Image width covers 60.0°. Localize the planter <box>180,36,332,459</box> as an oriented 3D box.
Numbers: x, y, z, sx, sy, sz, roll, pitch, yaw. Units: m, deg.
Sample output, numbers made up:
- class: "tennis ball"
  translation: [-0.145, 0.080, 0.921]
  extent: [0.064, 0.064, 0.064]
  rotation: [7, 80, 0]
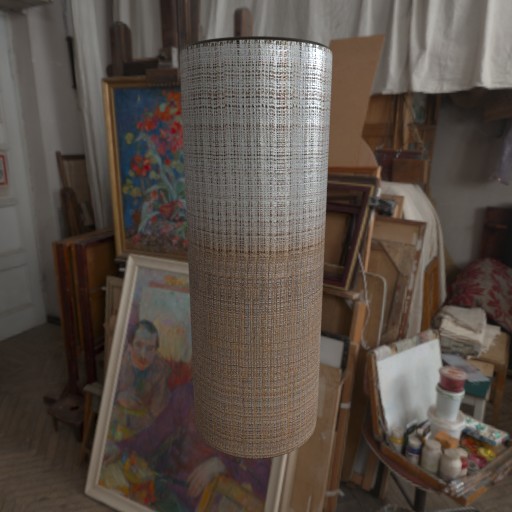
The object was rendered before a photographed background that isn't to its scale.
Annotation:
- class: "planter"
  translation: [0.000, 0.000, 0.327]
  extent: [0.099, 0.278, 0.099]
  rotation: [-2, 16, -9]
